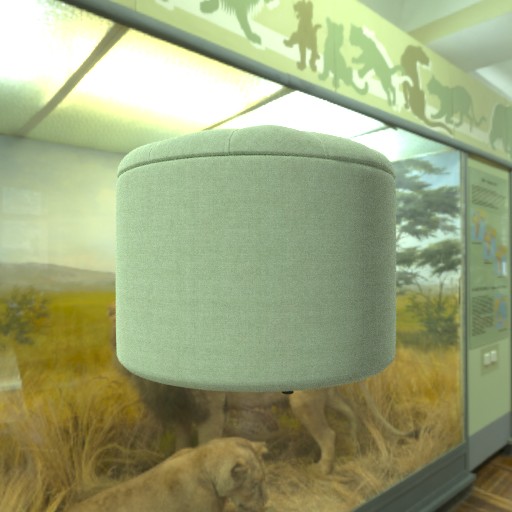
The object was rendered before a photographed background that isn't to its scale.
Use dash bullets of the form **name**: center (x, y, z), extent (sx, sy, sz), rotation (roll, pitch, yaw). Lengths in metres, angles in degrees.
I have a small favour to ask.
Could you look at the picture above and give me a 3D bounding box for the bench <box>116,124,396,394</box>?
- **bench**: center (0.000, 0.000, 0.995), extent (0.600, 0.453, 0.600), rotation (0, 0, 0)
